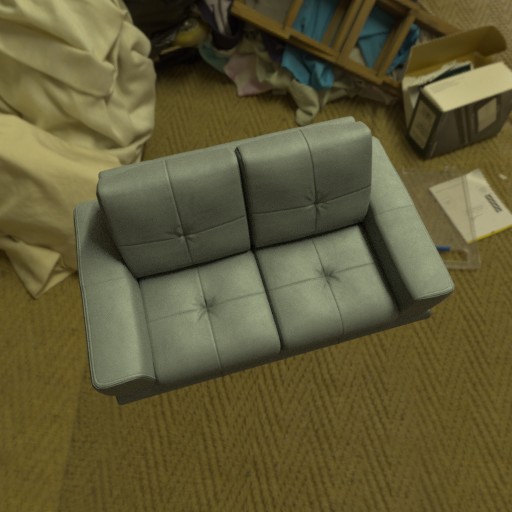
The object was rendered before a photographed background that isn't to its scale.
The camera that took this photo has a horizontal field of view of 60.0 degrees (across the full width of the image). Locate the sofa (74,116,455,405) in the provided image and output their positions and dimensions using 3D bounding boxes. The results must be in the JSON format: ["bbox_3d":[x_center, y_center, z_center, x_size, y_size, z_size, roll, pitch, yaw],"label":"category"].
[{"bbox_3d":[0.000,0.000,2.339,1.806,0.907,1.018,-14,65,-7],"label":"sofa"}]
